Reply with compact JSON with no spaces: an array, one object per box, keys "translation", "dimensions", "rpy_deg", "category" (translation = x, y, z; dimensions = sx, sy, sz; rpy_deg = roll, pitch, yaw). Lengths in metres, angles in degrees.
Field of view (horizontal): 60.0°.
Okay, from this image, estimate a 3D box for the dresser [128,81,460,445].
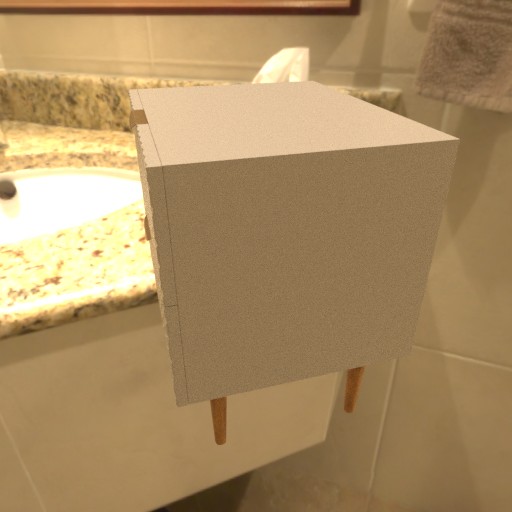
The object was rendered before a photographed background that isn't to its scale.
[{"translation":[0.000,0.000,0.884],"dimensions":[0.414,0.568,0.503],"rpy_deg":[-8,31,-14],"category":"dresser"}]
